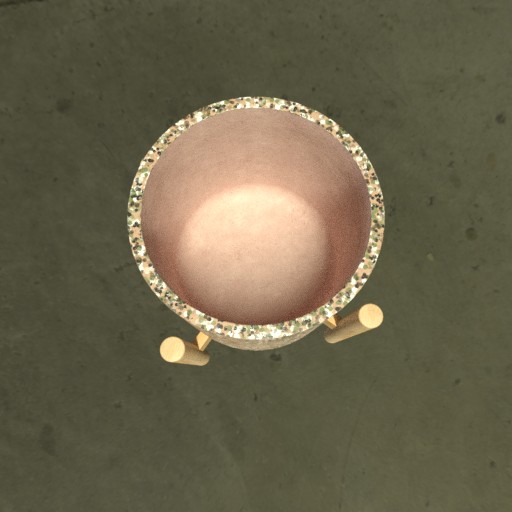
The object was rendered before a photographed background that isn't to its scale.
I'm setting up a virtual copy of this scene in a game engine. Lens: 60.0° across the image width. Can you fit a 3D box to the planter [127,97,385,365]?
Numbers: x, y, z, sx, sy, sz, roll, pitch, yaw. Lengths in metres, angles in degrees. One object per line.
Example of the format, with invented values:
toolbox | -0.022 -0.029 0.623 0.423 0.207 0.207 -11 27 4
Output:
planter | 0.000 0.000 0.537 0.284 0.320 0.284 -31 77 -8
